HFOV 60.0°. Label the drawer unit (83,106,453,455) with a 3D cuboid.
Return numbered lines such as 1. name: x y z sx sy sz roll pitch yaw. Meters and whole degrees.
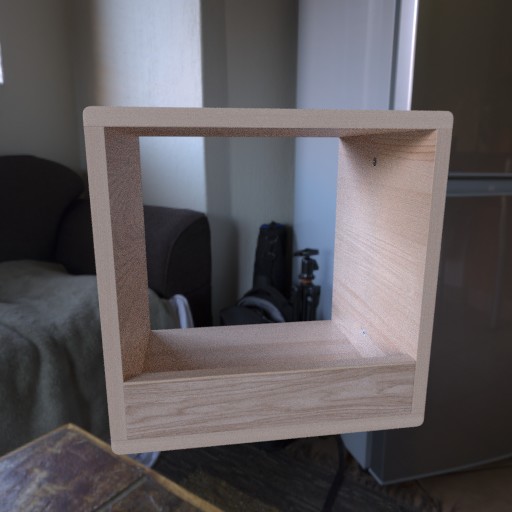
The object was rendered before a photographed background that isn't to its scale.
1. drawer unit: 0.000 0.000 0.583 0.344 0.344 0.290 -2 14 -8
